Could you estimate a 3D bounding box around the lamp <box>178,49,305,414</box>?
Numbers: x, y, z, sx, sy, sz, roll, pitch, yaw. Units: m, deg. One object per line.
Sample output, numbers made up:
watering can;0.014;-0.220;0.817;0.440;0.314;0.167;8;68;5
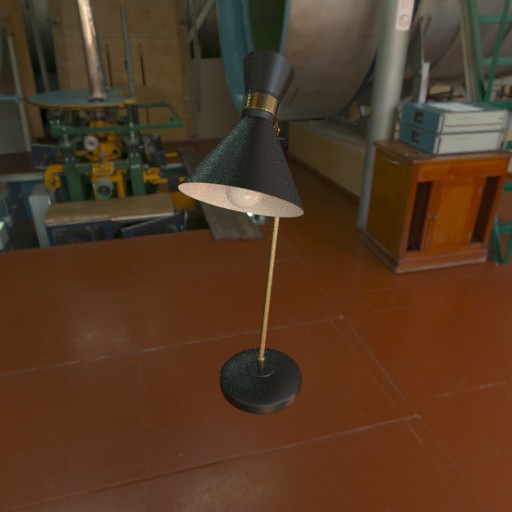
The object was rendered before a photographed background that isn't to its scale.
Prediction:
lamp;0.000;0.000;0.769;0.189;0.647;0.292;9;29;17
